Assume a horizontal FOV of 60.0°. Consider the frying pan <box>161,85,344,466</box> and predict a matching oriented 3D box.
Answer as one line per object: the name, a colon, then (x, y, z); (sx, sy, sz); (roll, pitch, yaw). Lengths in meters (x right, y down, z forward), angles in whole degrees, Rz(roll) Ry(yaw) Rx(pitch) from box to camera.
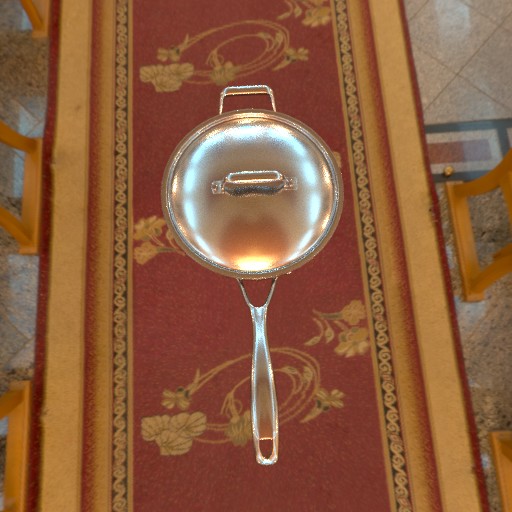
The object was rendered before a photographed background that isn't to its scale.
frying pan: (0.000, 0.000, 0.584); (0.245, 0.111, 0.492); (-3, 75, -1)
